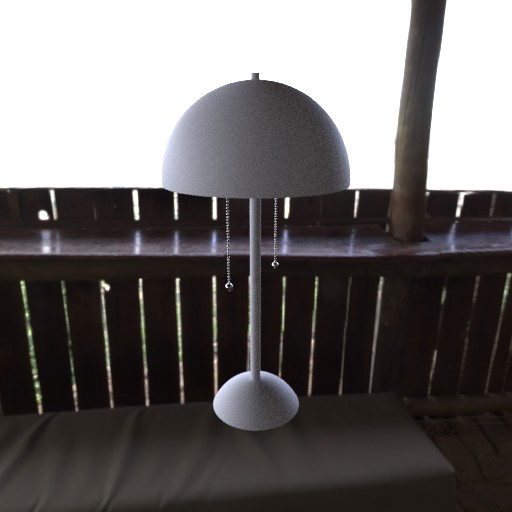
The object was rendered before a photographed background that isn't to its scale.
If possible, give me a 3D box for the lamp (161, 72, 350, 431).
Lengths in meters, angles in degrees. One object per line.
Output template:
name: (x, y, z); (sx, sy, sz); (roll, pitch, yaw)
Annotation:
lamp: (0.000, 0.000, 0.430); (0.171, 0.330, 0.171); (0, 17, 0)
